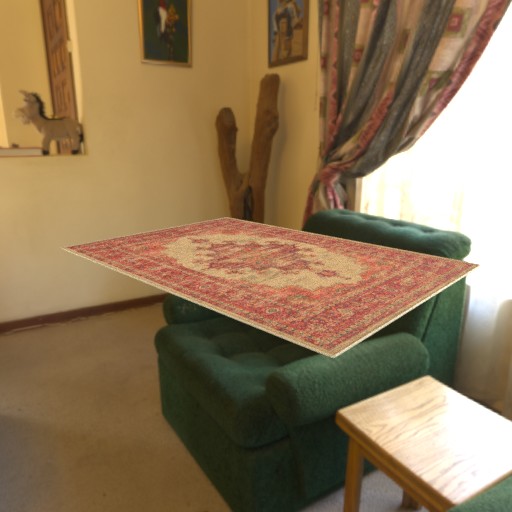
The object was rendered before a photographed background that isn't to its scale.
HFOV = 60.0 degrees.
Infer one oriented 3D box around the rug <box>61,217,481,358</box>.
[{"bbox_3d":[0.000,0.000,2.837,2.232,0.011,1.555,14,21,42],"label":"rug"}]
